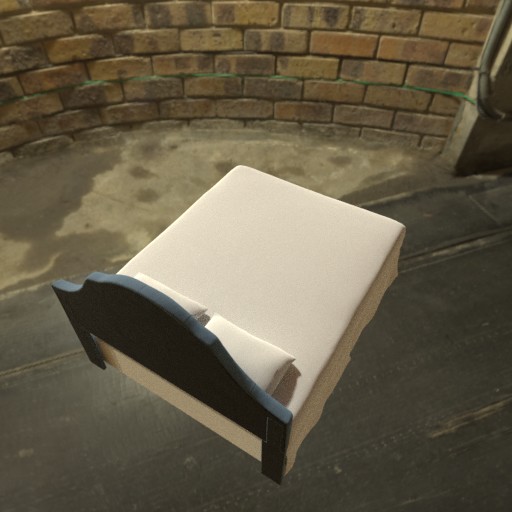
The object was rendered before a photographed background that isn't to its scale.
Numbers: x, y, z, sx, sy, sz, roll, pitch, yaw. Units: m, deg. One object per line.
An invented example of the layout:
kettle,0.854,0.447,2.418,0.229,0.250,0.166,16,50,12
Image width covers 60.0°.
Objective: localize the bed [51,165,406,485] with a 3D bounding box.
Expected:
bed,0.000,0.000,3.755,2.039,1.617,2.477,24,51,21
